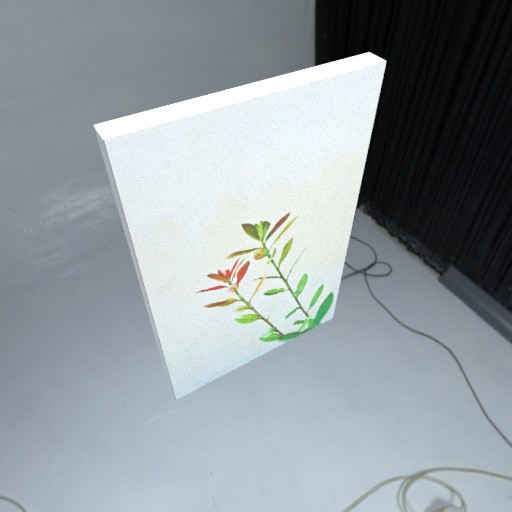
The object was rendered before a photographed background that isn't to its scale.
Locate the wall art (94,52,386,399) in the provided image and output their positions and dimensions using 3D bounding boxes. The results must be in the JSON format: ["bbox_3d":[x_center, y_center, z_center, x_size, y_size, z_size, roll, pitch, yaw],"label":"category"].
[{"bbox_3d":[0.000,0.000,0.785,0.408,0.611,0.038,-23,50,-21],"label":"wall art"}]
